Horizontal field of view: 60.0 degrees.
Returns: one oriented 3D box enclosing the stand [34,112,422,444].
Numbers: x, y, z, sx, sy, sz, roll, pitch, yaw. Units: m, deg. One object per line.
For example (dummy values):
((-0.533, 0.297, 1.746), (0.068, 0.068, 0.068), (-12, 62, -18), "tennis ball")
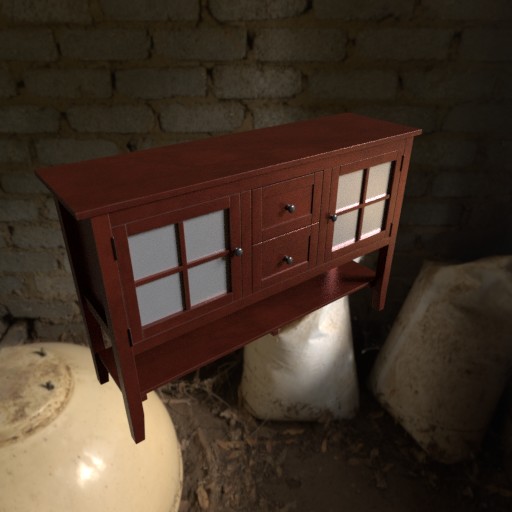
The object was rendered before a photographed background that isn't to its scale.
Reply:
((0.000, 0.000, 1.759), (1.362, 0.872, 0.410), (-20, 35, -31), "stand")
